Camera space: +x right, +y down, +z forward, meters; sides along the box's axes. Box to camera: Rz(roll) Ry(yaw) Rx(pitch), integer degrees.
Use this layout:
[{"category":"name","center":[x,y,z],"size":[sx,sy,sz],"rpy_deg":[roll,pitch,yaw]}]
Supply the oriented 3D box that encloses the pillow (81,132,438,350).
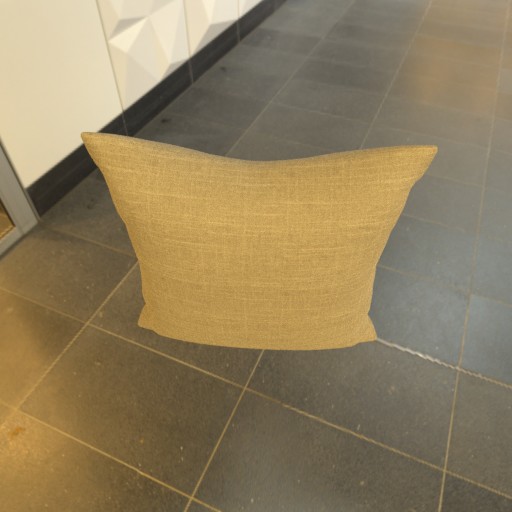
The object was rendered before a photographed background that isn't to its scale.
[{"category":"pillow","center":[0.000,0.000,0.651],"size":[0.424,0.400,0.169],"rpy_deg":[3,47,3]}]
